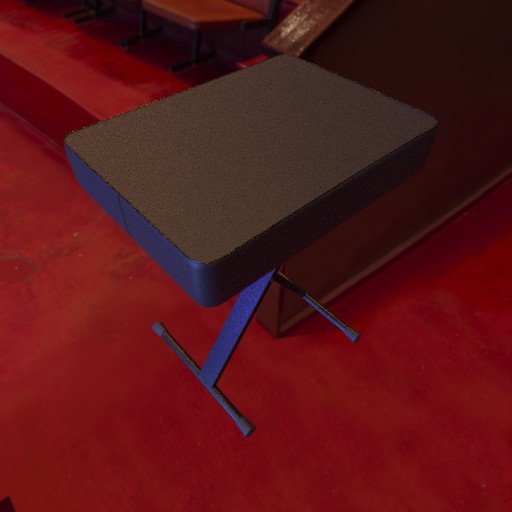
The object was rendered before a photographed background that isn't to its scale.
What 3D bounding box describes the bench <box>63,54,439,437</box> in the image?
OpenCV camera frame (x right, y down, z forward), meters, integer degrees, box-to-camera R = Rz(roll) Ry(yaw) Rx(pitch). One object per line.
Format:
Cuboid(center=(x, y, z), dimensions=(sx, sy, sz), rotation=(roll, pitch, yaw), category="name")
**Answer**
Cuboid(center=(0.000, 0.000, 0.783), dimensions=(0.424, 0.500, 0.321), rotation=(-33, 54, -27), category="bench")
